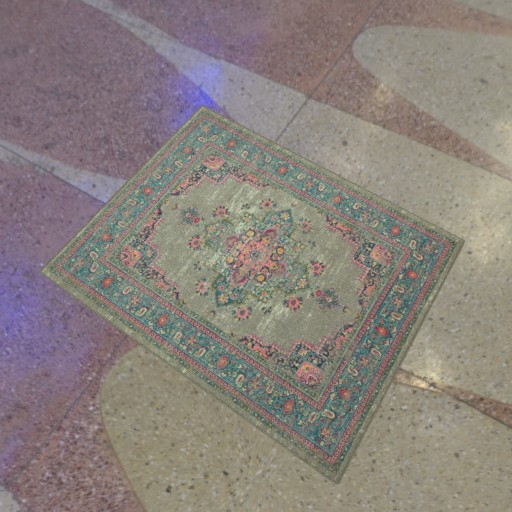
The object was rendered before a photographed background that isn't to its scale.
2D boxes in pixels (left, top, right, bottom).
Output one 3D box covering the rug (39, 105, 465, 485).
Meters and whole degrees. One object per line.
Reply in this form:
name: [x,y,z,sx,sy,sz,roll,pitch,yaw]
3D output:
rug: [0.000,0.000,4.038,3.057,0.013,2.434,31,67,15]
